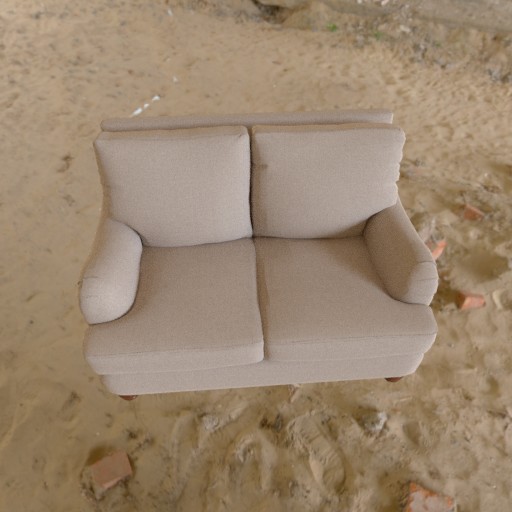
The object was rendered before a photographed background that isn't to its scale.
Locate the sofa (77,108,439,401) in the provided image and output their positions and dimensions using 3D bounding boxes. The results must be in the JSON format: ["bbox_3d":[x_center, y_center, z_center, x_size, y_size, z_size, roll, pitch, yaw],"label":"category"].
[{"bbox_3d":[0.000,0.000,2.147,1.508,1.048,1.087,-3,47,-3],"label":"sofa"}]
